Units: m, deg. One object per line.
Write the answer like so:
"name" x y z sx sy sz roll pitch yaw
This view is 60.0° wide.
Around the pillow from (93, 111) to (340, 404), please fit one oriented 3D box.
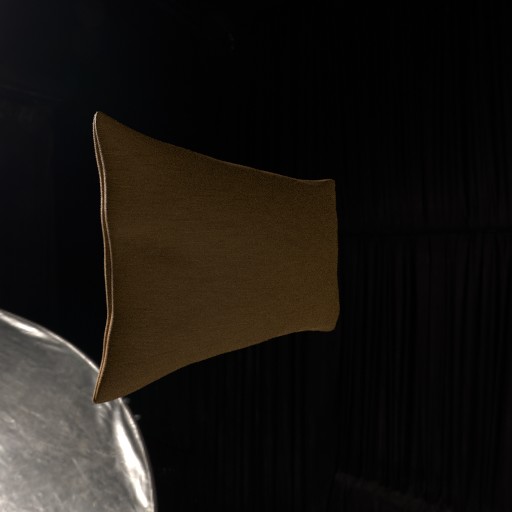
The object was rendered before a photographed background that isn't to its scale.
"pillow" 0.000 0.000 0.781 0.210 0.354 0.634 1 1 36
